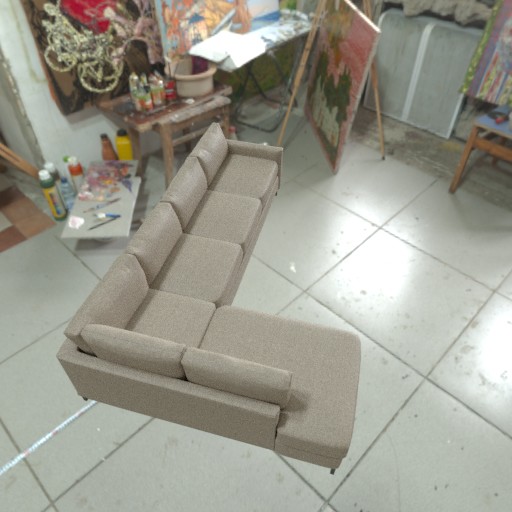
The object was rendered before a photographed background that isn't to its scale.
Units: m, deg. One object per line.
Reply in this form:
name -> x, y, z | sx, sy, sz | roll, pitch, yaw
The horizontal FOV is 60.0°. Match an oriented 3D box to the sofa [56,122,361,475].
sofa -> 0.000, 0.000, 3.141 | 1.617, 0.703, 2.423 | 11, 46, 11
